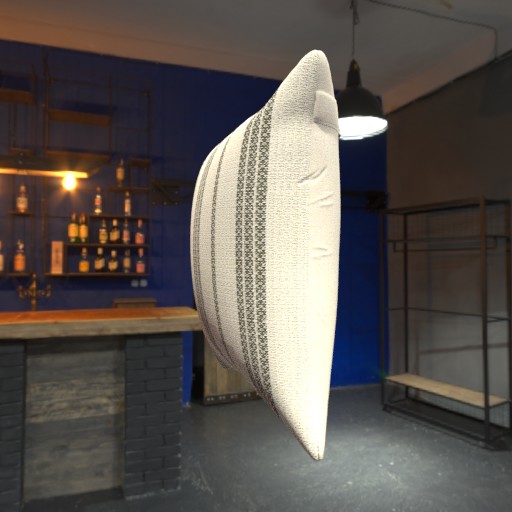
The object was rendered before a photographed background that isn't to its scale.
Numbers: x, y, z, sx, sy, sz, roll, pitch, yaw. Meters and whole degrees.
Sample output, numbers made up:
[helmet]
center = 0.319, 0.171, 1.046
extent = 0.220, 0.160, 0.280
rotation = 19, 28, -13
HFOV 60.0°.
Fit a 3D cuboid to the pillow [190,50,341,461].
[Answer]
[pillow]
center = 0.000, 0.000, 0.625
extent = 0.173, 0.406, 0.405
rotation = 0, -1, -18
